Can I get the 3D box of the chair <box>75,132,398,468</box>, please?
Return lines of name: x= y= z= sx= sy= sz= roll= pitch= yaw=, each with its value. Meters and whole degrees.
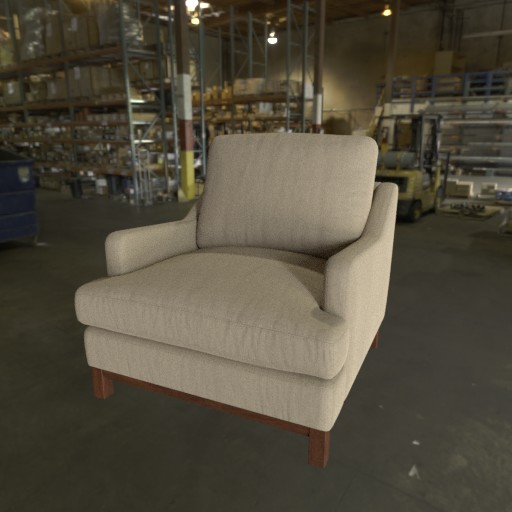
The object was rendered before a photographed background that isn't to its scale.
chair: x=0.000 y=0.000 z=1.704 sx=0.912 sy=0.916 sz=1.001 roll=7 pitch=17 yaw=24
